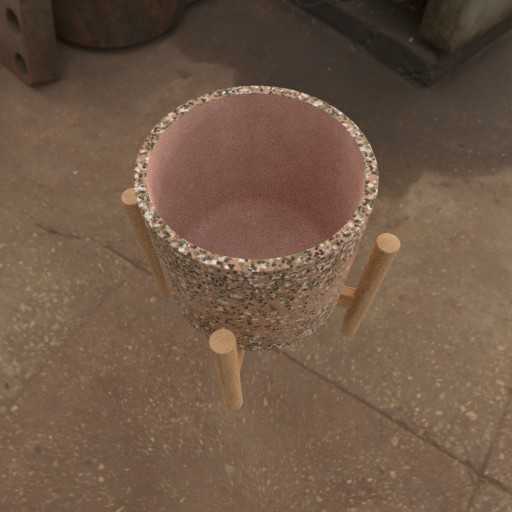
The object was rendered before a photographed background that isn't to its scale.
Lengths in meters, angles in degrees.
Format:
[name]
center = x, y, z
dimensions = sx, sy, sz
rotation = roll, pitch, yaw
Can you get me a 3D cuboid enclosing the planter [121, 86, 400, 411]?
[planter]
center = 0.000, 0.000, 0.542
dimensions = 0.284, 0.320, 0.284
rotation = 31, 64, 17
